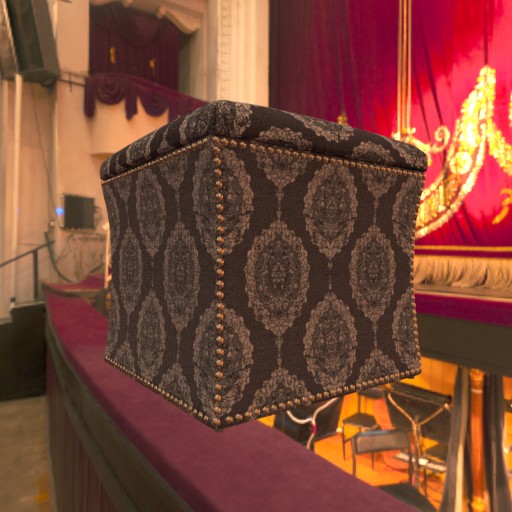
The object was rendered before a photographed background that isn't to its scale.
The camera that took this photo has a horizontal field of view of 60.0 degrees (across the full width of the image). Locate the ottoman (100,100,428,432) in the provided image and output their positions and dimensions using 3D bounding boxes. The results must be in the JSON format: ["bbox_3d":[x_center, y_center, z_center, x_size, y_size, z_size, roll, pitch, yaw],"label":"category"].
[{"bbox_3d":[0.000,0.000,0.909,0.507,0.475,0.497,0,0,-36],"label":"ottoman"}]
